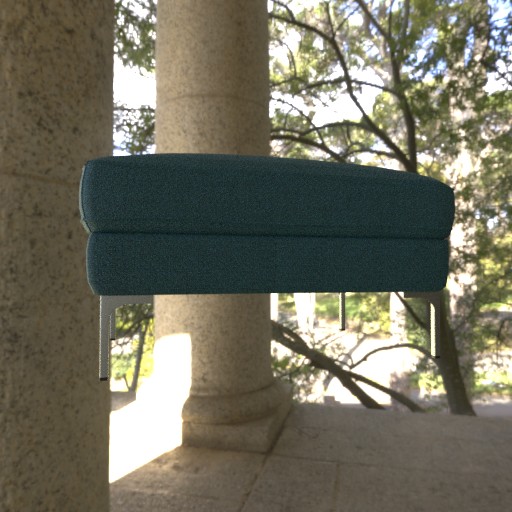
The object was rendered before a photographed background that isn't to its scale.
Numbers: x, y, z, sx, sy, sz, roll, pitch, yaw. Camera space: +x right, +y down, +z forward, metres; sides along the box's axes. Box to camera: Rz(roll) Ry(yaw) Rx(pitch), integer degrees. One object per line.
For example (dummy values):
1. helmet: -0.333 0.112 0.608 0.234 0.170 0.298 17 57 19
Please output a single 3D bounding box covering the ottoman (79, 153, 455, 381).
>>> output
1. ottoman: 0.000 0.000 1.202 0.856 0.498 0.563 0 -2 -16
